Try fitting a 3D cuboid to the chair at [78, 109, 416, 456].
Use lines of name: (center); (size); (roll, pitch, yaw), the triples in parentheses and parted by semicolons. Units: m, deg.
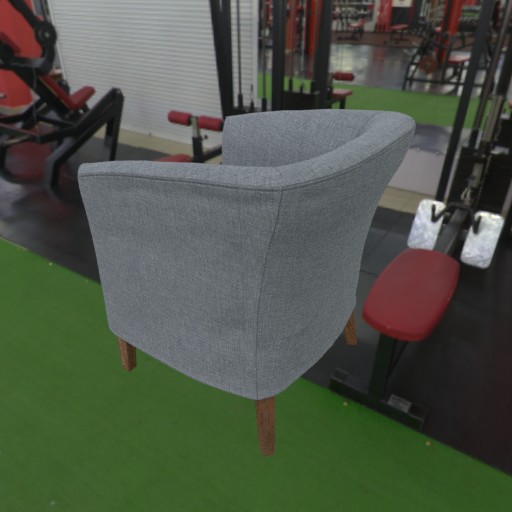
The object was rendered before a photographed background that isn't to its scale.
chair: (0.000, 0.000, 1.219); (0.668, 0.771, 0.600); (20, 37, 30)
